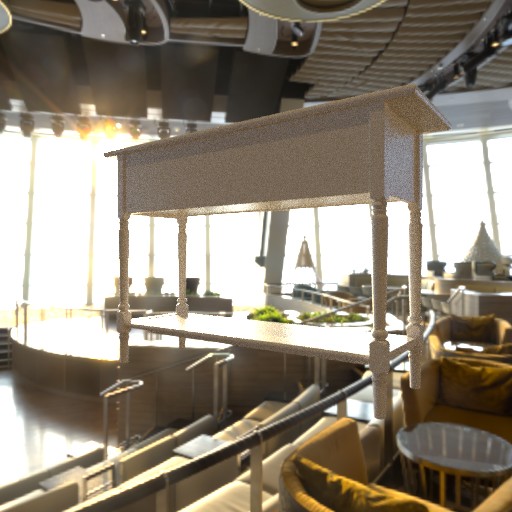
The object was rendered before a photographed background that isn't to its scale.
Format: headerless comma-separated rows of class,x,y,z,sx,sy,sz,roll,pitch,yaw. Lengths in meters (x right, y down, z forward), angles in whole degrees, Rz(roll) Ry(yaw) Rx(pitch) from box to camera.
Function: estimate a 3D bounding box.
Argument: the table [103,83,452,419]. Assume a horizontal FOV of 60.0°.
table,0.000,0.000,1.539,1.191,0.814,0.386,0,0,35
